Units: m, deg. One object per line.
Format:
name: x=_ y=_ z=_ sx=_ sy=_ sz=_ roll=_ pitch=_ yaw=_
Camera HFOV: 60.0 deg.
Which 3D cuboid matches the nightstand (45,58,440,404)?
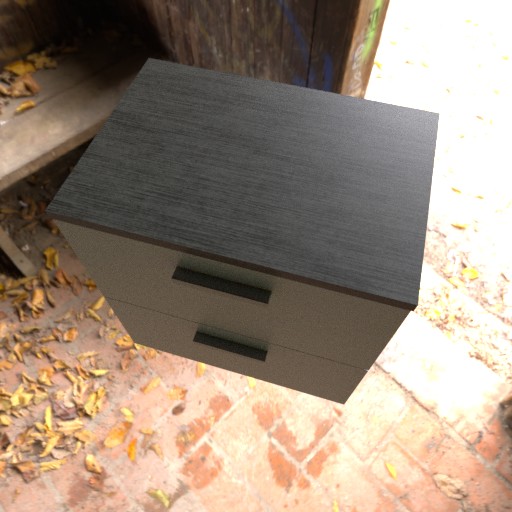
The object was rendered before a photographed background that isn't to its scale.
nightstand: x=0.000 y=0.000 z=0.768 sx=0.441 sy=0.460 sz=0.325 roll=14 pitch=60 yaw=8
